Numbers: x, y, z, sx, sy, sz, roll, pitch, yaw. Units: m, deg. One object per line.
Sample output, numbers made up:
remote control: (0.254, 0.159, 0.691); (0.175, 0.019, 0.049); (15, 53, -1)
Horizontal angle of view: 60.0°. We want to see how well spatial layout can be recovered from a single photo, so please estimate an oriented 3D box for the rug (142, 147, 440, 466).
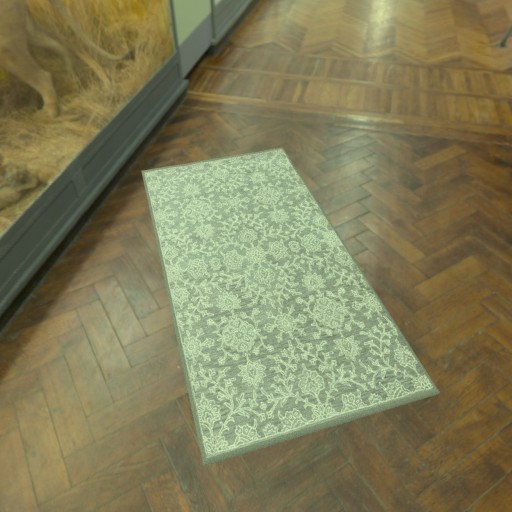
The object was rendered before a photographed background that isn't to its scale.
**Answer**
rug: (0.000, 0.000, 3.706); (1.546, 0.011, 3.048); (-12, 47, -12)
